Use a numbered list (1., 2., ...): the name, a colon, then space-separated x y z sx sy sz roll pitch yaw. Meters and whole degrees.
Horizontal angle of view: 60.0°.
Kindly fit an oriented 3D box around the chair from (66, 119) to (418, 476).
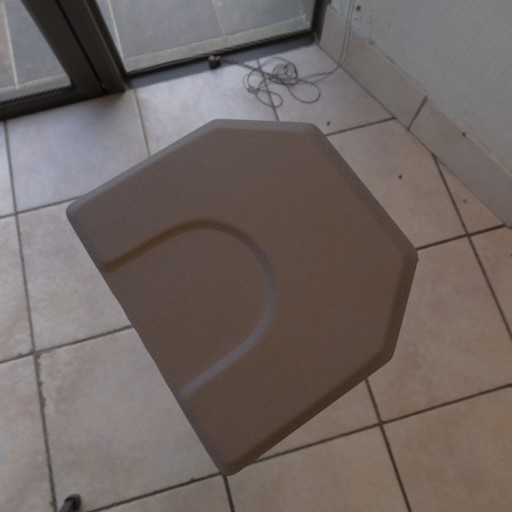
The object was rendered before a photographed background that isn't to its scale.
1. chair: 0.000 0.000 1.957 1.219 0.024 1.372 -33 77 -9
